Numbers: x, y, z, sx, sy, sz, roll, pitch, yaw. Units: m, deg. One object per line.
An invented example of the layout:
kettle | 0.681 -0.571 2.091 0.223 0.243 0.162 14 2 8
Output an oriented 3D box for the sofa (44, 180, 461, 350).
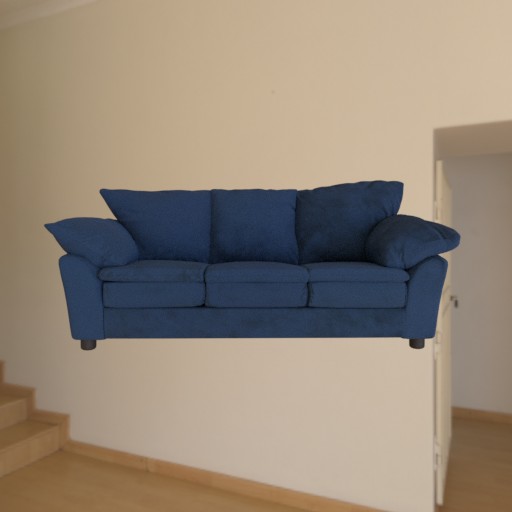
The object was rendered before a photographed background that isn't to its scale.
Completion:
sofa | 0.000 0.000 2.927 2.390 1.091 0.907 0 0 -1
